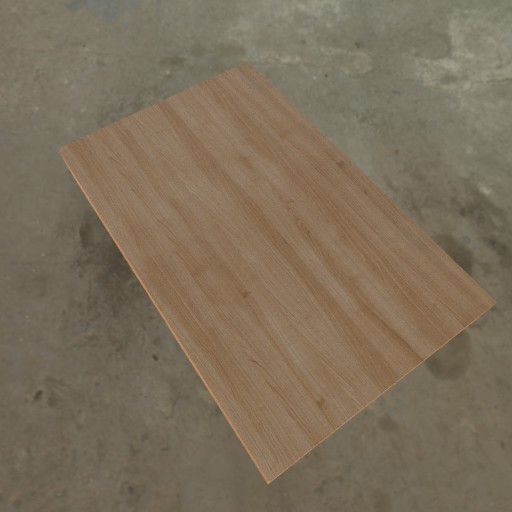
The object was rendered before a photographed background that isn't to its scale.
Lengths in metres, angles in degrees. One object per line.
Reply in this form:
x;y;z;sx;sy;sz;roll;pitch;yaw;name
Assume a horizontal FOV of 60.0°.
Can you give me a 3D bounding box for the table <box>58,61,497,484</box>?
0.000;0.000;1.418;0.700;0.440;1.100;-31;66;-16;table
